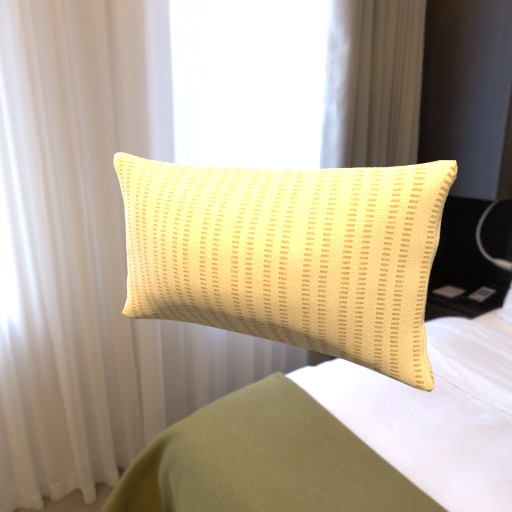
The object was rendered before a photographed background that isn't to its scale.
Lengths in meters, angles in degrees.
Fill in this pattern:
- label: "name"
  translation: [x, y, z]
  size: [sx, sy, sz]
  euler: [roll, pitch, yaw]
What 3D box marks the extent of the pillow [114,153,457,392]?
- label: "pillow"
  translation: [0.000, 0.000, 0.798]
  size: [0.640, 0.353, 0.210]
  euler: [8, 17, 27]
